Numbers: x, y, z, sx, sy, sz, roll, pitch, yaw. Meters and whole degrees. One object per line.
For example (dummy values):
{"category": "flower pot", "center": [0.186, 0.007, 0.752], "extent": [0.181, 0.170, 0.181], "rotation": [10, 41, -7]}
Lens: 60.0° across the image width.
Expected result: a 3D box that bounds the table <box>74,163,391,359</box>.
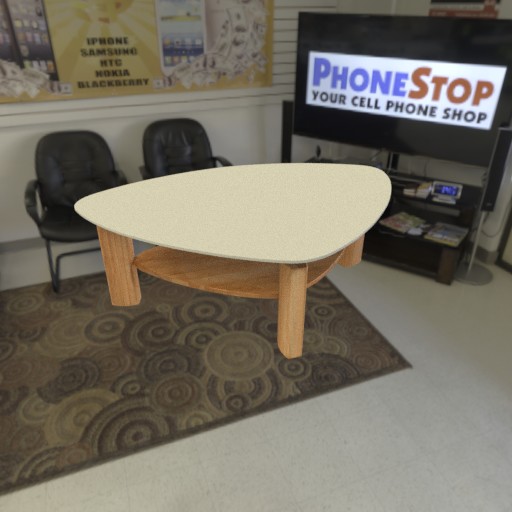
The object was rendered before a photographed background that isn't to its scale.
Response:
{"category": "table", "center": [0.000, 0.000, 1.713], "extent": [1.250, 0.440, 0.850], "rotation": [-9, 31, -15]}
